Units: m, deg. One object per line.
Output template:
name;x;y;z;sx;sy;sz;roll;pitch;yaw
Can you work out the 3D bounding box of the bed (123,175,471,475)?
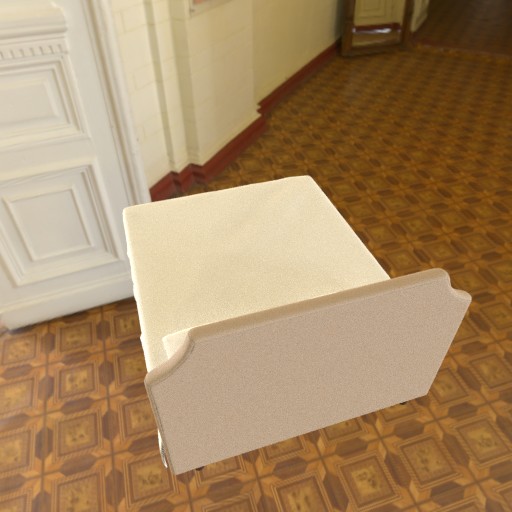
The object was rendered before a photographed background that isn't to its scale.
bed;0.000;0.000;4.047;2.350;1.590;2.773;-12;43;-13
